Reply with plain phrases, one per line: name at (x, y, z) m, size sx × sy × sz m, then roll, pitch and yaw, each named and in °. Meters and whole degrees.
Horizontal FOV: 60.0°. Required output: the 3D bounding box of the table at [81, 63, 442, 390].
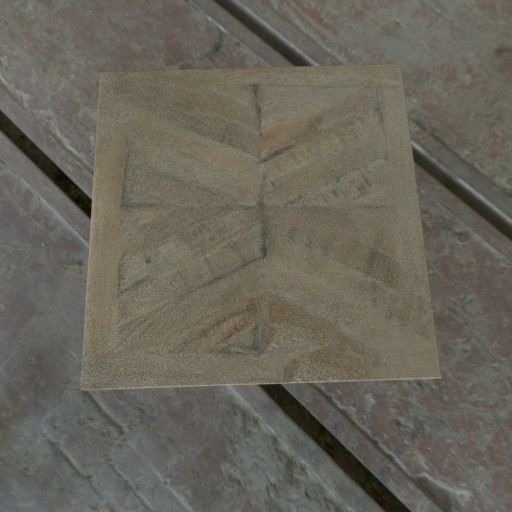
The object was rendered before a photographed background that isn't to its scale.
table at (0.000, 0.000, 0.929) m, size 0.498 × 0.550 × 0.499 m, roll -2°, pitch 76°, yaw 0°
